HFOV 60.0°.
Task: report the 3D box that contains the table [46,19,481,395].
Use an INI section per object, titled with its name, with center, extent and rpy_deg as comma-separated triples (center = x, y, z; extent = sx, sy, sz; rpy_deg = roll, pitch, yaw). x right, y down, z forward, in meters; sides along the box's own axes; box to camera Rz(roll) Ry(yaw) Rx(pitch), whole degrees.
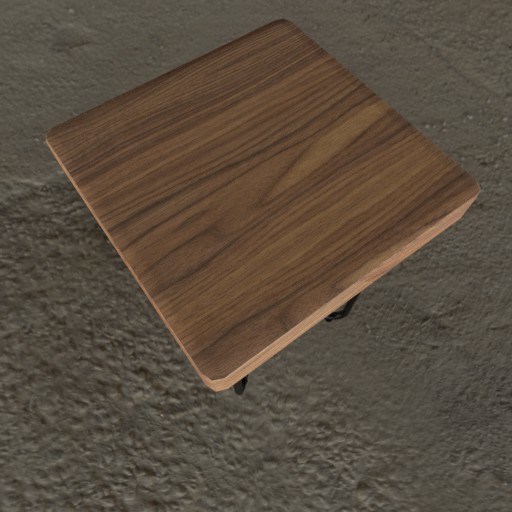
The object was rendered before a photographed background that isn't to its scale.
[table]
center = 0.000, 0.000, 0.949
extent = 0.480, 0.641, 0.479
rpy_deg = -33, 68, -15
